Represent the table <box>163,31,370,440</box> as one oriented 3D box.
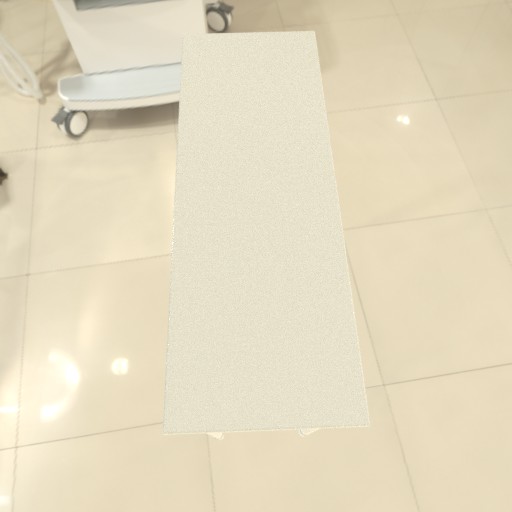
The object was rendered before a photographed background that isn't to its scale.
[{"bbox_3d":[0.000,0.000,1.376,0.381,0.749,1.067,-2,64,-1],"label":"table"}]
